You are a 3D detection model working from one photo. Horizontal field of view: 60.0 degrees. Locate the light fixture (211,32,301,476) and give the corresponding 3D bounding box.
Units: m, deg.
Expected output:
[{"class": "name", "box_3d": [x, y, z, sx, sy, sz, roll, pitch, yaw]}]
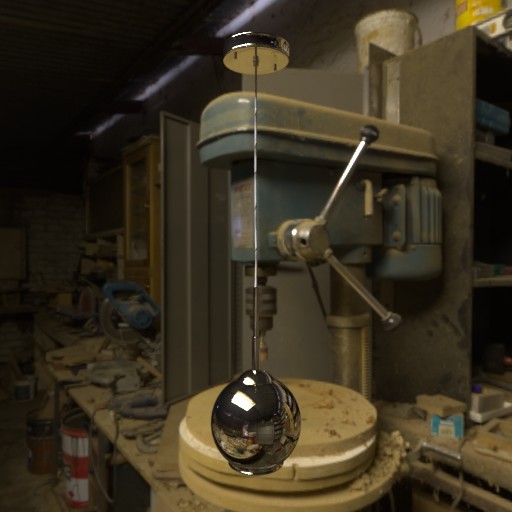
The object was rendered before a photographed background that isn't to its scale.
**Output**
[{"class": "light fixture", "box_3d": [0.000, 0.000, 1.648, 0.336, 1.538, 0.336, 0, 0, -35]}]
